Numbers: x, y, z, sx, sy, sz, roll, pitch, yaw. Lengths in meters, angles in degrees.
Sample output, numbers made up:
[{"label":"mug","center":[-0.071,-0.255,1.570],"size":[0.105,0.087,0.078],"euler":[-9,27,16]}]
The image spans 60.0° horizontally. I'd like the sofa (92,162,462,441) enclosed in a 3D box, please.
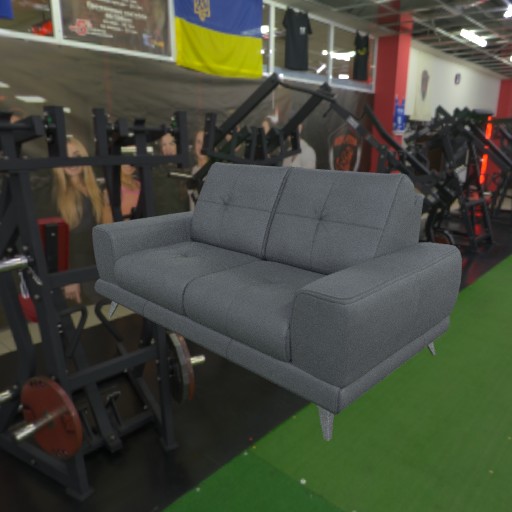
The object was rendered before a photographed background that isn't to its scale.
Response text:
[{"label":"sofa","center":[0.000,0.000,2.359],"size":[1.806,0.907,1.018],"euler":[14,21,42]}]
